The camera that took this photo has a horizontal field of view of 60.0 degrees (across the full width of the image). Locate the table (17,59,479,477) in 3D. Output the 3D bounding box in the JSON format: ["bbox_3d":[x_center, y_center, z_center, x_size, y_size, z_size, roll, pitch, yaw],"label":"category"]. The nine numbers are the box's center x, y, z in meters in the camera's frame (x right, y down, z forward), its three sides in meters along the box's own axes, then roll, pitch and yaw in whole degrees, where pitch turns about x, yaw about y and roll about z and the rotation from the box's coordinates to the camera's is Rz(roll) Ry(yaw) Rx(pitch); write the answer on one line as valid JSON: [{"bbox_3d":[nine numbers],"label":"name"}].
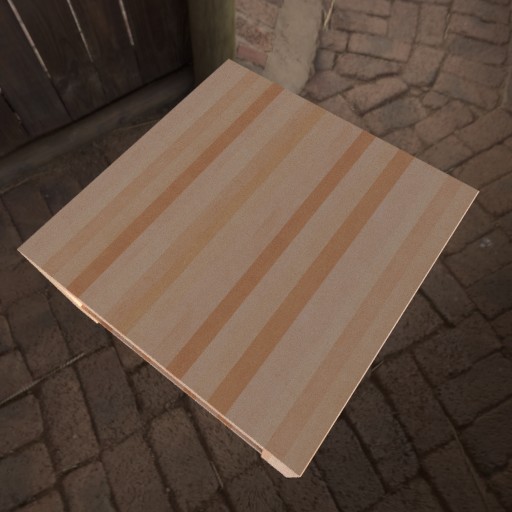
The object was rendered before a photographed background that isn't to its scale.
[{"bbox_3d":[0.000,0.000,1.408,0.900,0.450,0.900,34,68,16],"label":"table"}]
